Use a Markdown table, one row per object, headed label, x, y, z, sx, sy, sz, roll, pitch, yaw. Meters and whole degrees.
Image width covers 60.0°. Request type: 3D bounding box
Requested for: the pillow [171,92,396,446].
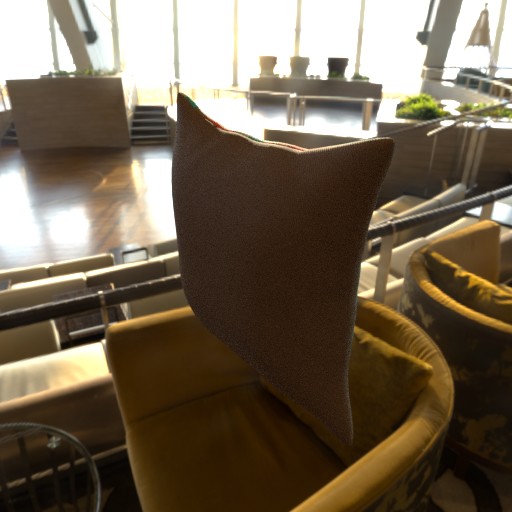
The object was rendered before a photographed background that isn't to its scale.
| label | x | y | z | sx | sy | sz | roll | pitch | yaw |
| --- | --- | --- | --- | --- | --- | --- | --- | --- | --- |
| pillow | 0.000 | 0.000 | 0.695 | 0.168 | 0.443 | 0.453 | -18 | 32 | -32 |
